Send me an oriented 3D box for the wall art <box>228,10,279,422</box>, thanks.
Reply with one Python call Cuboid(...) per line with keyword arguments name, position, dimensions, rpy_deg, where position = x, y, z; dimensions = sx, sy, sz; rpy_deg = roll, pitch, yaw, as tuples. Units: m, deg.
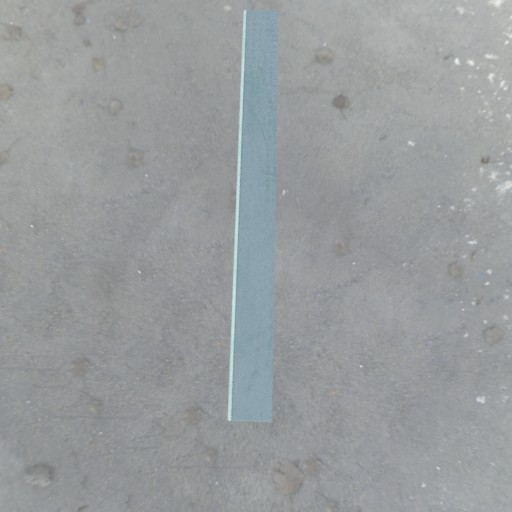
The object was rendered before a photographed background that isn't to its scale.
Cuboid(name="wall art", position=(0.000, 0.000, 0.665), dimensions=(0.037, 0.509, 0.409), rpy_deg=(1, 76, 0))
